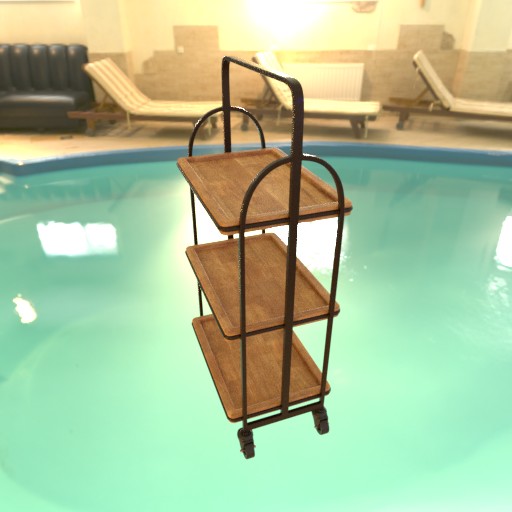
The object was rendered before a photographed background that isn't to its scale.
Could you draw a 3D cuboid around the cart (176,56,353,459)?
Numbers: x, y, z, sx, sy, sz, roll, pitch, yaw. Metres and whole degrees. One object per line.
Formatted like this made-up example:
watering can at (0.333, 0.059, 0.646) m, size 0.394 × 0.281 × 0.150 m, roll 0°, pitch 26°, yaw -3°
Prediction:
cart at (0.000, 0.000, 1.257) m, size 0.327 × 1.001 × 0.553 m, roll -10°, pitch 32°, yaw -17°
